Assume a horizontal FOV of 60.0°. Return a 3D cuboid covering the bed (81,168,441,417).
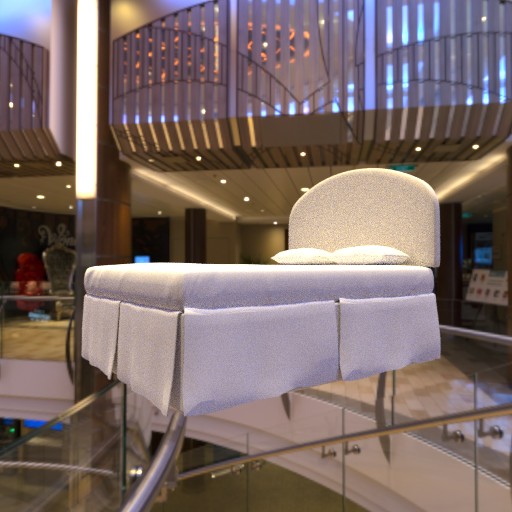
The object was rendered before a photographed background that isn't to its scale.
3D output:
[{"bbox_3d":[0.000,0.000,3.045,2.005,1.410,1.607,1,-1,-36],"label":"bed"}]
